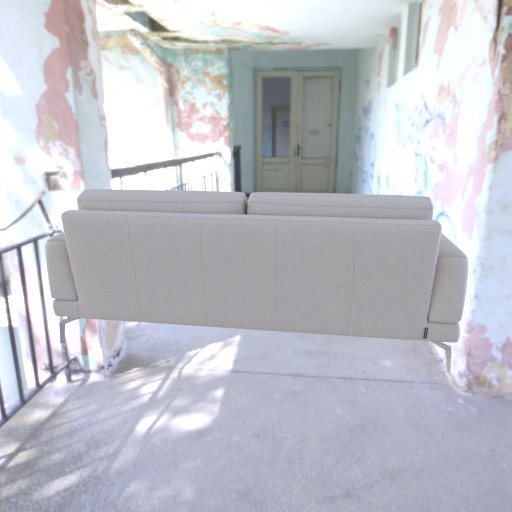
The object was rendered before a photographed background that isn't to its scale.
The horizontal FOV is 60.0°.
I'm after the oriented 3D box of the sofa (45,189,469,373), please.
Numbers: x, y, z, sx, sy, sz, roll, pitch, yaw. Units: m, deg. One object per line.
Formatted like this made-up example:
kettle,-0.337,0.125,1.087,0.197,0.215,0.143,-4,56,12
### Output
sofa,0.000,0.000,2.393,1.940,0.765,0.974,2,16,8
